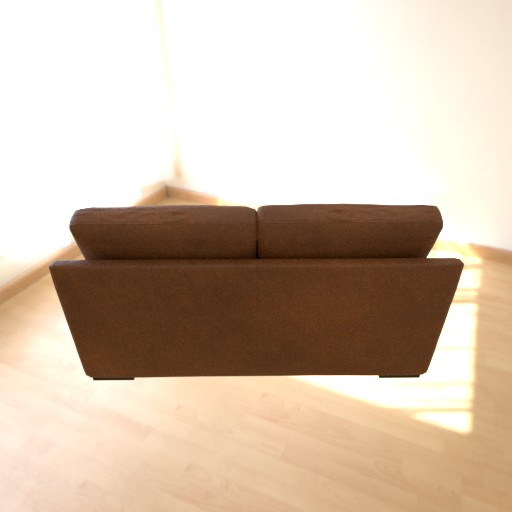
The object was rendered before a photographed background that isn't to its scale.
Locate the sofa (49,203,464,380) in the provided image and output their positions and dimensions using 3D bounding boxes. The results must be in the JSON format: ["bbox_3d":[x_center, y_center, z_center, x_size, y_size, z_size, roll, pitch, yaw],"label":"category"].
[{"bbox_3d":[0.000,0.000,2.531,1.880,0.966,1.144,0,31,-1],"label":"sofa"}]
